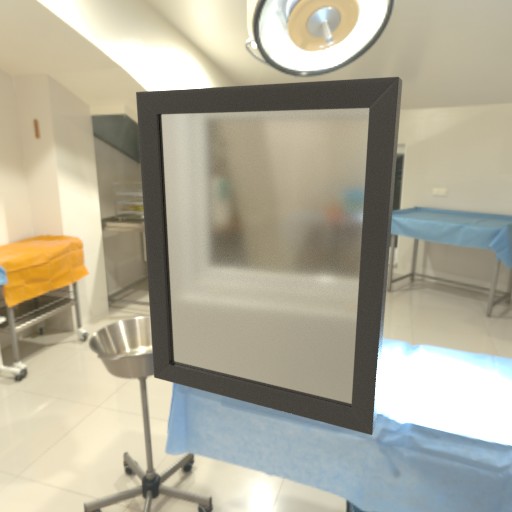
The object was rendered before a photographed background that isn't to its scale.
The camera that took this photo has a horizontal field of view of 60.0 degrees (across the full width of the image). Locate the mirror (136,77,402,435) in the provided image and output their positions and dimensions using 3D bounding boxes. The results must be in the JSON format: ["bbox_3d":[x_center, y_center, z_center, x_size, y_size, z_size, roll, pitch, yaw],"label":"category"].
[{"bbox_3d":[0.000,0.000,0.708,0.405,0.508,0.041,7,16,24],"label":"mirror"}]
